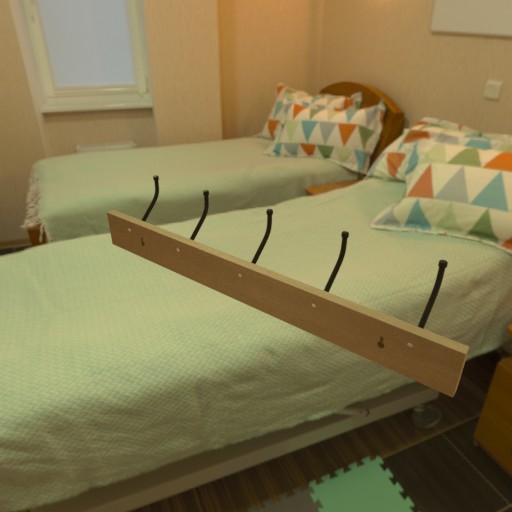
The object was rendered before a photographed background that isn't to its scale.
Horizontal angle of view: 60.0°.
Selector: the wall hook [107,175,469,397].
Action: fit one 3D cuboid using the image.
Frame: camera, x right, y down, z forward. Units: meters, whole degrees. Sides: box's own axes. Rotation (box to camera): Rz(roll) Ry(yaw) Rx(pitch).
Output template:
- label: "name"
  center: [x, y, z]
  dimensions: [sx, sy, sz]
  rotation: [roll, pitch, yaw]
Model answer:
- label: "wall hook"
  center: [0.000, 0.000, 0.611]
  dimensions: [0.571, 0.117, 0.071]
  rotation: [20, 35, 32]
